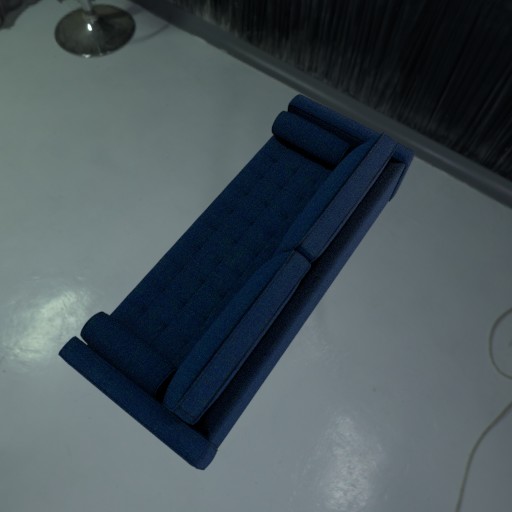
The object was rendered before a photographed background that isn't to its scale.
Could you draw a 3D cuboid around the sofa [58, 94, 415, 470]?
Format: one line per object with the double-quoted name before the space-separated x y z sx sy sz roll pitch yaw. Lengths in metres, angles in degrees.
"sofa" 0.000 0.000 2.656 0.914 0.762 2.210 32 67 15
